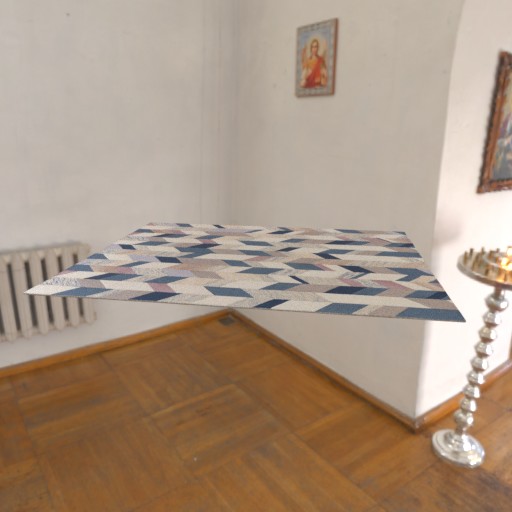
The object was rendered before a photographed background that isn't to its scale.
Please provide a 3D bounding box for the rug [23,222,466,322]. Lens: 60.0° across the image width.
[{"bbox_3d":[0.000,0.000,4.164,3.072,0.011,2.451,3,17,9],"label":"rug"}]
